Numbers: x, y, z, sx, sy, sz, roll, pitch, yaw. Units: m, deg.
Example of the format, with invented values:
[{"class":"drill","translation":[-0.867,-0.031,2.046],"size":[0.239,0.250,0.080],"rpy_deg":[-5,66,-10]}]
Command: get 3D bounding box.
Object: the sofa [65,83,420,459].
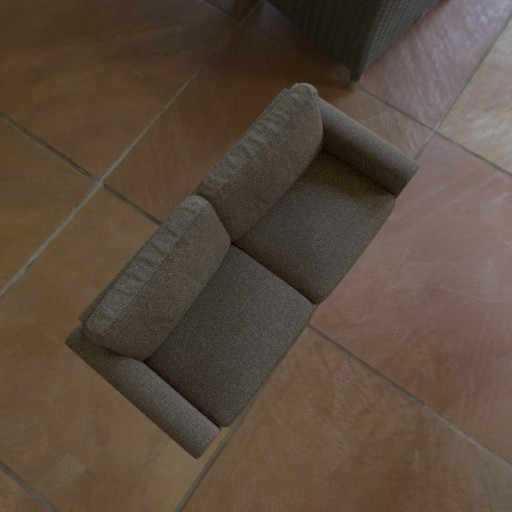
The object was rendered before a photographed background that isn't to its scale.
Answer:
[{"class":"sofa","translation":[0.000,0.000,2.731],"size":[1.016,0.873,2.179],"rpy_deg":[37,77,10]}]
